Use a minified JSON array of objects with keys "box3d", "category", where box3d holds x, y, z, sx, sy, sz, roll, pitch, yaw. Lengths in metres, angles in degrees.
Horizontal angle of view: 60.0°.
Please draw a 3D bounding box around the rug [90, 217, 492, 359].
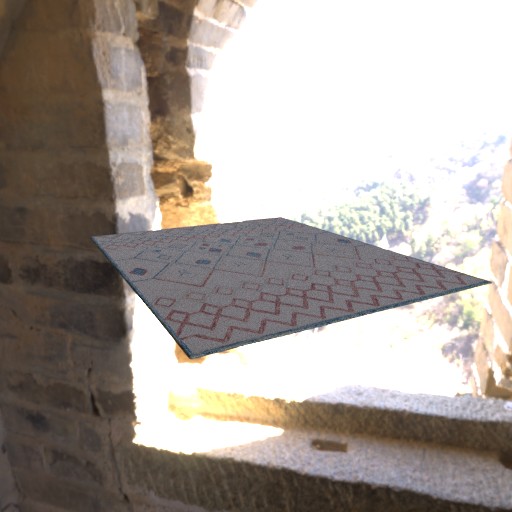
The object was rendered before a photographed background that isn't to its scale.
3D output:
[{"box3d":[0.000,0.000,4.094,2.441,0.016,3.050,-8,18,-28],"category":"rug"}]
